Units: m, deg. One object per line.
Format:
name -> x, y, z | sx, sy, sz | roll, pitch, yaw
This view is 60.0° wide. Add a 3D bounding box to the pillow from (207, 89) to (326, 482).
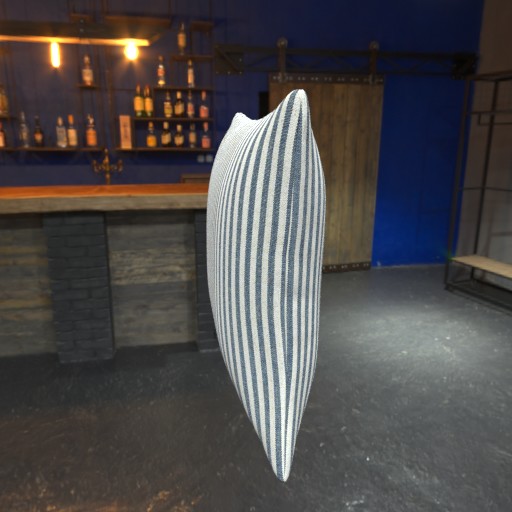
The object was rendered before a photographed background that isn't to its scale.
pillow -> 0.000, 0.000, 0.789 | 0.166, 0.510, 0.523 | -3, 15, -9
